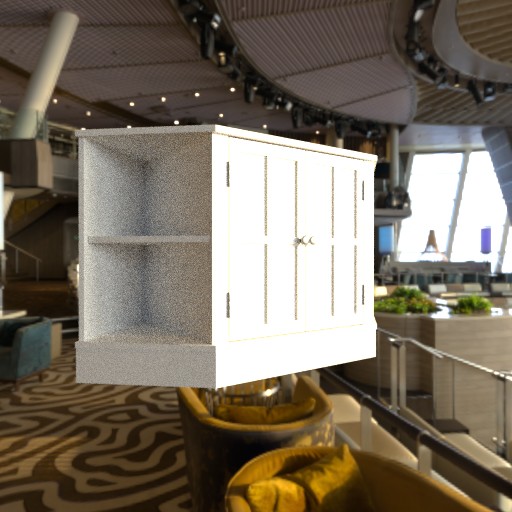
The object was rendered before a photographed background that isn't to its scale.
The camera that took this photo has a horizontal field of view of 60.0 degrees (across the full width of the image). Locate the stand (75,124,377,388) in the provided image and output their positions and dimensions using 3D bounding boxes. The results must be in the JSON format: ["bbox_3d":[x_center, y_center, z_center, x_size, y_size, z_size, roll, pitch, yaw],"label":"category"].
[{"bbox_3d":[0.000,0.000,1.382,1.072,0.614,0.477,0,0,-35],"label":"stand"}]
